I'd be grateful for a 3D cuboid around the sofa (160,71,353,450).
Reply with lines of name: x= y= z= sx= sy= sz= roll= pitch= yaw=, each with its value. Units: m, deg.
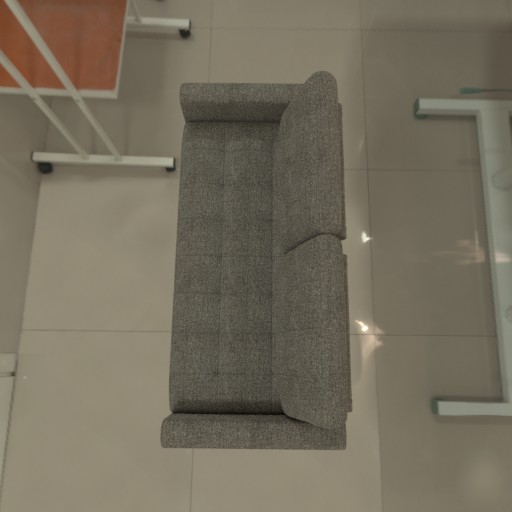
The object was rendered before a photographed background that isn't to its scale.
sofa: x=0.000 y=0.000 z=2.302 sx=0.863 sy=0.902 sz=1.821 roll=1 pitch=77 yaw=0
